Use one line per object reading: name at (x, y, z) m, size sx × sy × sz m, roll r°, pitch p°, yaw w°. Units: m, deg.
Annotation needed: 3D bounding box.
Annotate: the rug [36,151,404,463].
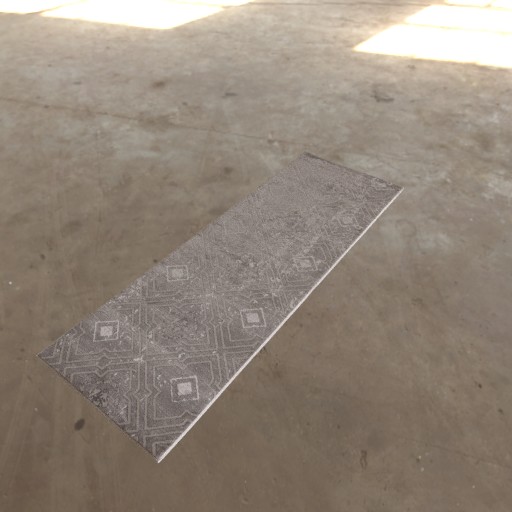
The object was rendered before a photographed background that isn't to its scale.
rug at (0.000, 0.000, 2.620) m, size 0.832 × 0.035 × 2.381 m, roll 27°, pitch 50°, yaw 26°
